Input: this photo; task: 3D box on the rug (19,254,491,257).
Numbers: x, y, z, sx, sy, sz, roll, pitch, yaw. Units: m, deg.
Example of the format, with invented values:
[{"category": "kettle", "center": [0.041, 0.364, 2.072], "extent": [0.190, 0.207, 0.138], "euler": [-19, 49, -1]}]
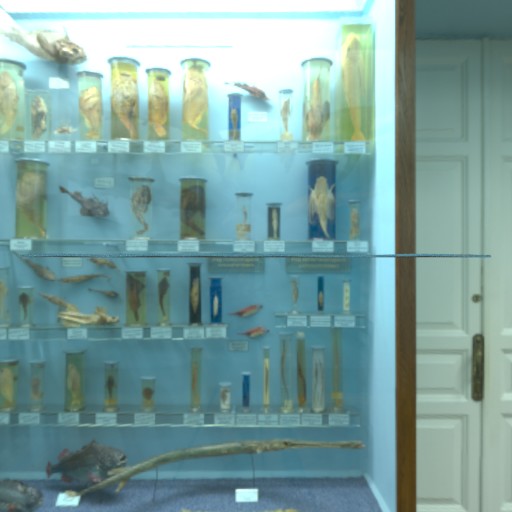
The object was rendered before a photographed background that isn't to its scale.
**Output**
[{"category": "rug", "center": [0.000, 0.000, 2.306], "extent": [1.847, 0.014, 1.195], "euler": [0, 0, 2]}]
